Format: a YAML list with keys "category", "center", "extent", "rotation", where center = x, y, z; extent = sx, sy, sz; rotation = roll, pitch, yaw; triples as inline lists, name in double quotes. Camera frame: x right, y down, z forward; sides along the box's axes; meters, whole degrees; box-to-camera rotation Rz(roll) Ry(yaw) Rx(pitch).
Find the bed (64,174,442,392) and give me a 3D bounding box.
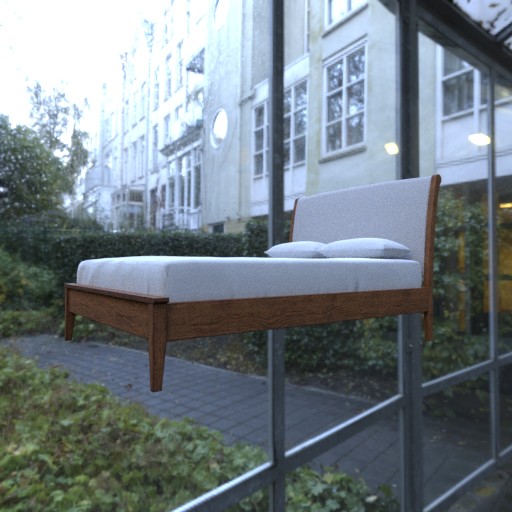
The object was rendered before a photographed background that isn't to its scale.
- category: "bed"
  center: [0.000, 0.000, 3.005]
  extent: [2.108, 1.135, 1.502]
  rotation: [1, -1, -36]
